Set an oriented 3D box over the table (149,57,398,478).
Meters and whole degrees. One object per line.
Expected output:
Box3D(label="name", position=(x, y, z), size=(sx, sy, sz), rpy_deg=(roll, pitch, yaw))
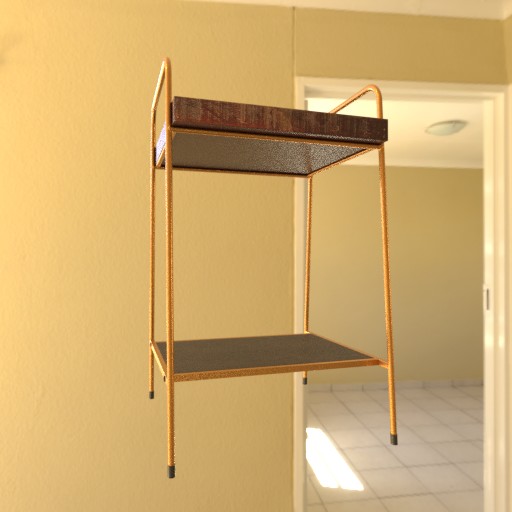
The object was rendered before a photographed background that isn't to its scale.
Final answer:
Box3D(label="table", position=(0.000, 0.000, 0.974), size=(0.430, 0.710, 0.430), rpy_deg=(0, 0, -18))
